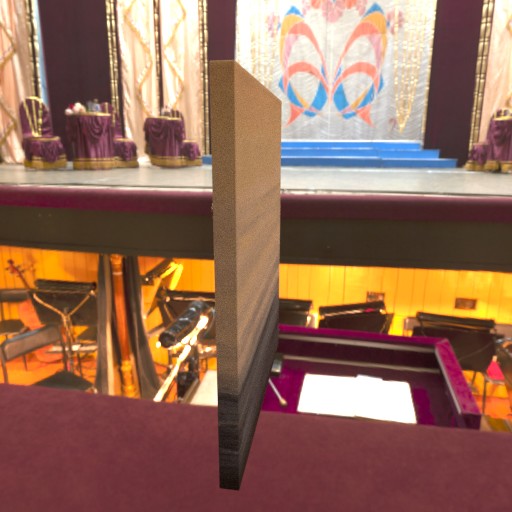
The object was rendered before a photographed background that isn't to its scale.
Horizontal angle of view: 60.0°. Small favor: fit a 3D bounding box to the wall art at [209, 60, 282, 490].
[{"bbox_3d":[0.000,0.000,0.990,0.041,0.710,0.608,2,14,9],"label":"wall art"}]
